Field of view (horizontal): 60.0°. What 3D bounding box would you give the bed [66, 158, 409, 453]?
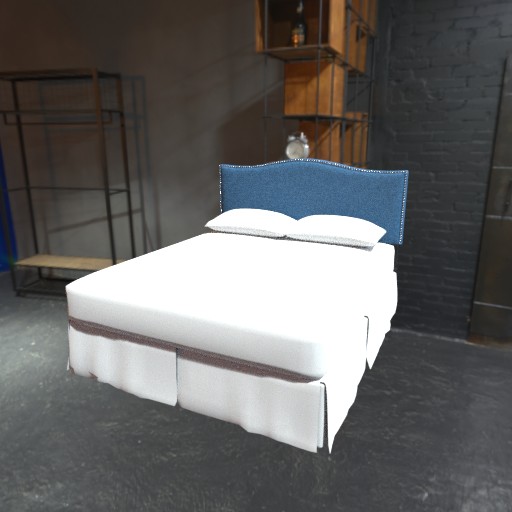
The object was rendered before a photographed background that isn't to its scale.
[{"bbox_3d":[0.000,0.000,2.900,1.610,1.169,1.872,7,17,25],"label":"bed"}]
